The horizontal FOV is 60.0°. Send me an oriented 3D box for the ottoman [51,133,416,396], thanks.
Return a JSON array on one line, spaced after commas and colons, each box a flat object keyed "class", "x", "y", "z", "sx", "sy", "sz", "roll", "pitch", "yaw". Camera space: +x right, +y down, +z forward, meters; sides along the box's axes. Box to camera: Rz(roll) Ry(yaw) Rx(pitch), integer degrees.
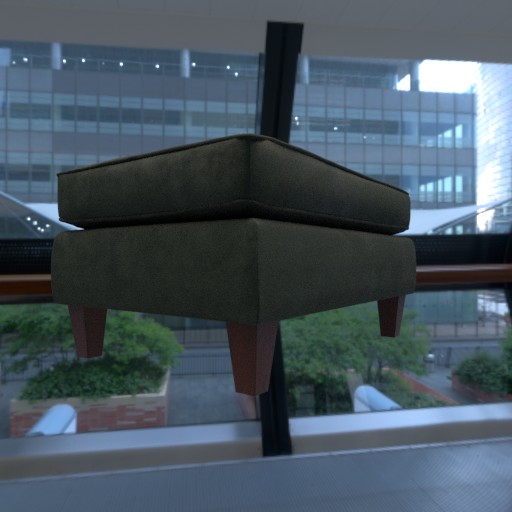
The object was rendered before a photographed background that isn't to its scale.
[{"class": "ottoman", "x": 0.000, "y": 0.000, "z": 1.232, "sx": 0.632, "sy": 0.495, "sz": 0.864, "roll": 0, "pitch": -1, "yaw": 36}]
